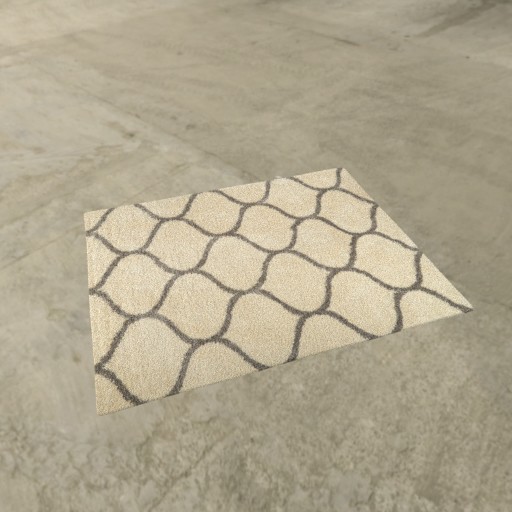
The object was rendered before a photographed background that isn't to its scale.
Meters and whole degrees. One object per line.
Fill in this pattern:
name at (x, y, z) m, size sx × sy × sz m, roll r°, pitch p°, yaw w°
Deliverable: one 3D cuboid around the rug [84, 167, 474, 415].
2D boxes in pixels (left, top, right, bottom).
rug at (0.000, 0.000, 4.130) m, size 3.000 × 0.026 × 2.399 m, roll -12°, pitch 43°, yaw -14°
